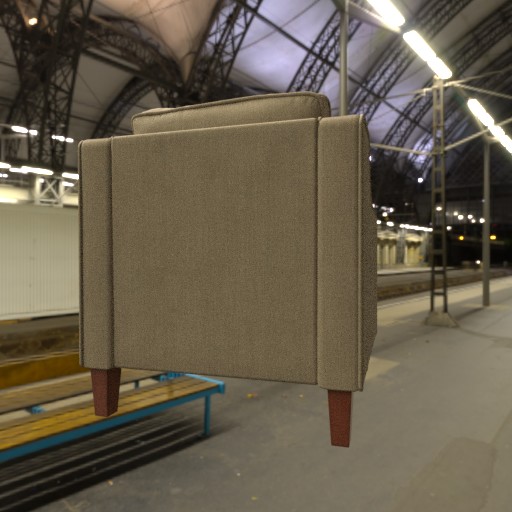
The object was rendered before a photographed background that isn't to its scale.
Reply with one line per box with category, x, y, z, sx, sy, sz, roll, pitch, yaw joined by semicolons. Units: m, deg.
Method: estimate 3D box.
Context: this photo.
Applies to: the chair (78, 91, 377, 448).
chair;0.000;0.000;1.620;0.831;0.960;0.909;0;0;17
